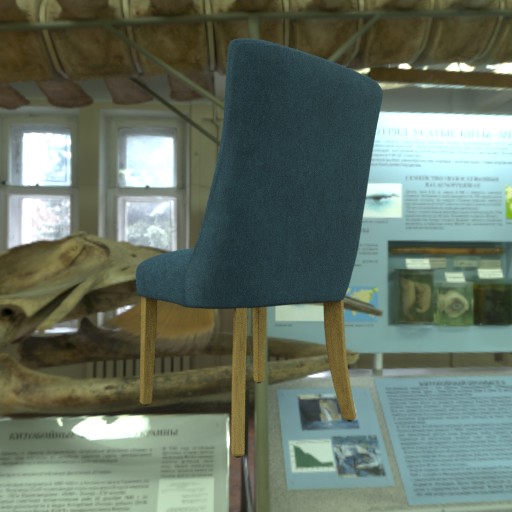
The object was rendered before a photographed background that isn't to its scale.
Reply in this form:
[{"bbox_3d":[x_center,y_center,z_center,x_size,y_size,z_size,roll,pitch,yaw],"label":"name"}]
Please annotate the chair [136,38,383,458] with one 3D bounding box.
[{"bbox_3d":[0.000,0.000,1.243,0.495,0.902,0.609,1,-1,-36],"label":"chair"}]
